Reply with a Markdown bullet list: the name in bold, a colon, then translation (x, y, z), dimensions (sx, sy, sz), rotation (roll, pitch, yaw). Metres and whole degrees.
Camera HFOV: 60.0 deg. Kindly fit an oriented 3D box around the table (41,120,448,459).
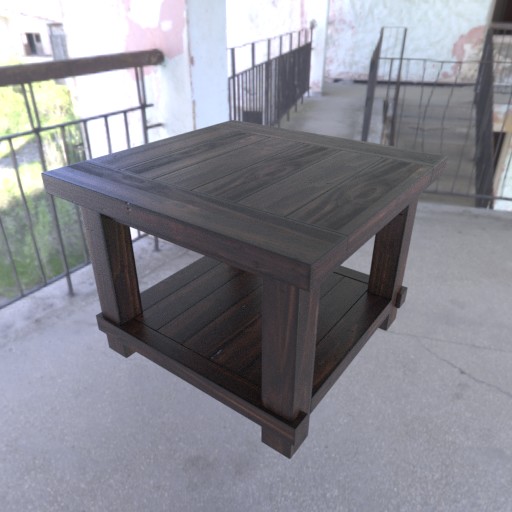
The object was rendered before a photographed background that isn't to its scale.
- **table**: translation (0.000, 0.000, 1.020), dimensions (0.606, 0.437, 0.593), rotation (20, 35, 31)
